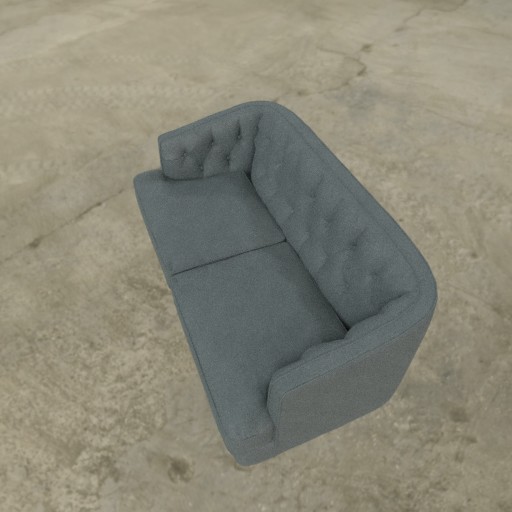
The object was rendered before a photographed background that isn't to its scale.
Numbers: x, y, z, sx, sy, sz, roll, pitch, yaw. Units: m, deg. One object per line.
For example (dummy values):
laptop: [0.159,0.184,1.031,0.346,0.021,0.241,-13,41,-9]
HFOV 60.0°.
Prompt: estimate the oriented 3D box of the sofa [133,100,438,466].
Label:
sofa: [0.000,0.000,2.270,0.941,0.855,1.733,-17,50,-15]
